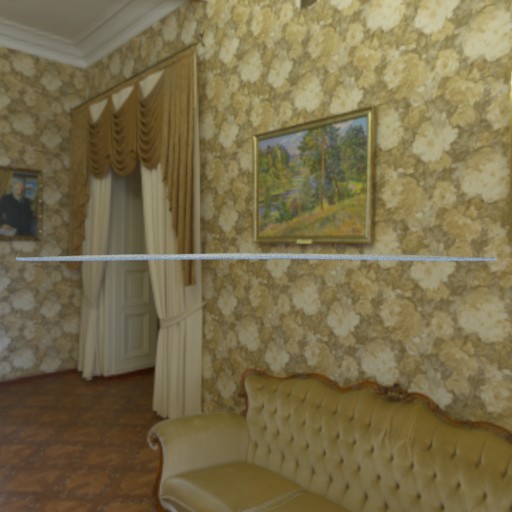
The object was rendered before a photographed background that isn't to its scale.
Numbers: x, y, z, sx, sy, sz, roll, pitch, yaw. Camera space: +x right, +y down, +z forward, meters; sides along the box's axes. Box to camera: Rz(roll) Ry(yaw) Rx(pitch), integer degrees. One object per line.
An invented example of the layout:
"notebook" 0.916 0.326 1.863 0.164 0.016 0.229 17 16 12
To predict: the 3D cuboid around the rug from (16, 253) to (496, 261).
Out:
"rug" 0.000 0.000 4.199 3.237 0.046 2.461 0 1 1
